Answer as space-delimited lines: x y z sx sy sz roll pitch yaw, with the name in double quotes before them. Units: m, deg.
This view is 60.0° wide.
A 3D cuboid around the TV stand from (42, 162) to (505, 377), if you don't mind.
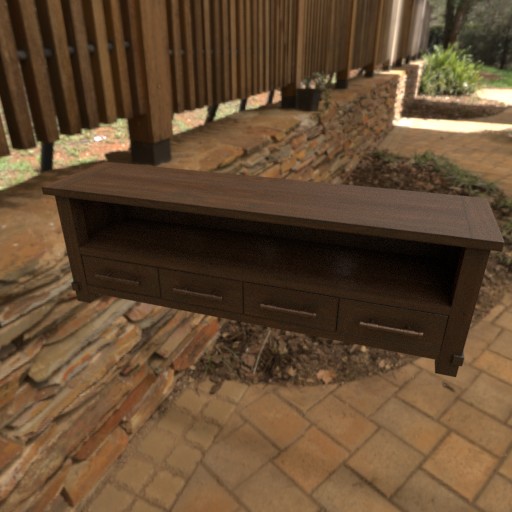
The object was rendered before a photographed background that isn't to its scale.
"TV stand" 0.000 0.000 2.042 1.866 0.615 0.471 8 28 16
